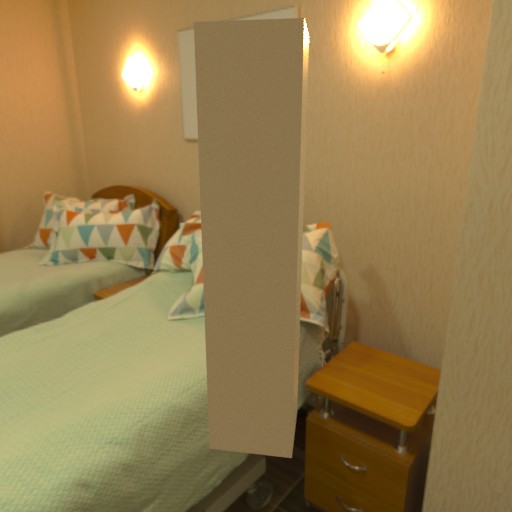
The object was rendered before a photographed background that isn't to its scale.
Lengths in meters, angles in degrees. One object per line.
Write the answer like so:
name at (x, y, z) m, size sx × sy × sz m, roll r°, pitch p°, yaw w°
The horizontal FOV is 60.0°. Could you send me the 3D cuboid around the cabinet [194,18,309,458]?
cabinet at (0.000, 0.000, 1.515) m, size 0.300 × 1.400 × 0.269 m, roll 3°, pitch 17°, yaw 9°
